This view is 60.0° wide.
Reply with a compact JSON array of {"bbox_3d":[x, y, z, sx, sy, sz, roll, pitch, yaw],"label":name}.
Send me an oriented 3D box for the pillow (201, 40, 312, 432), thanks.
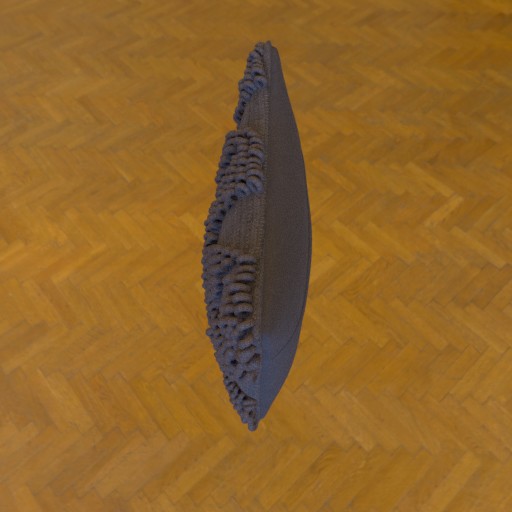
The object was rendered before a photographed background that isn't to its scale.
[{"bbox_3d":[0.000,0.000,0.718,0.172,0.467,0.470,2,59,1],"label":"pillow"}]
